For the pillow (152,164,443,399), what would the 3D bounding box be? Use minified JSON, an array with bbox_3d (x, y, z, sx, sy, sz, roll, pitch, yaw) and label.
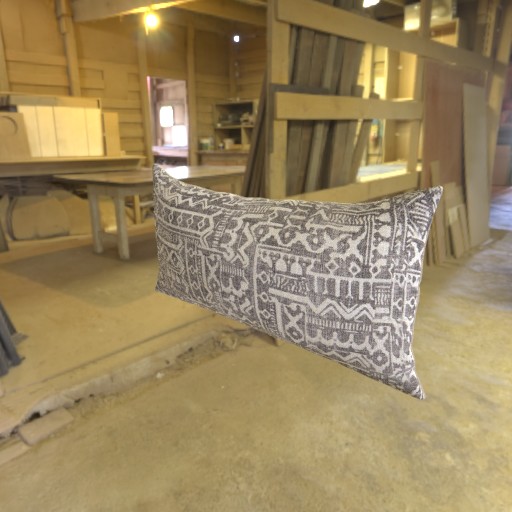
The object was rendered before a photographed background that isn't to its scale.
[{"bbox_3d":[0.000,0.000,0.773,0.631,0.290,0.148,14,21,41],"label":"pillow"}]
